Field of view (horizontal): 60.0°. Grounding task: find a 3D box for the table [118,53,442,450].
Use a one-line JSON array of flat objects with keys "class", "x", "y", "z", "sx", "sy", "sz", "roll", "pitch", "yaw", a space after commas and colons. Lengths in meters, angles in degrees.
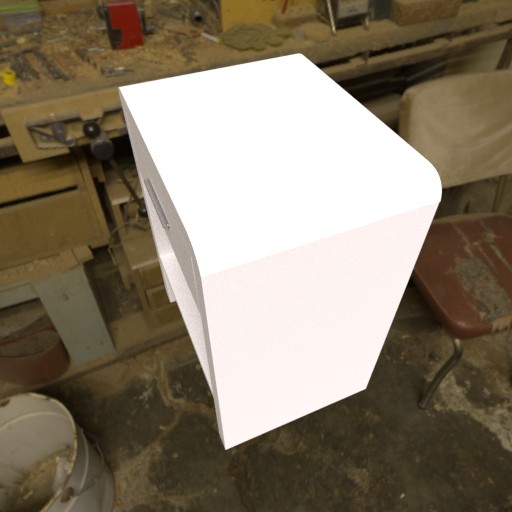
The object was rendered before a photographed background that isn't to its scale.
[{"class": "table", "x": 0.000, "y": 0.000, "z": 0.882, "sx": 0.350, "sy": 0.590, "sz": 0.450, "roll": -18, "pitch": 50, "yaw": -16}]
